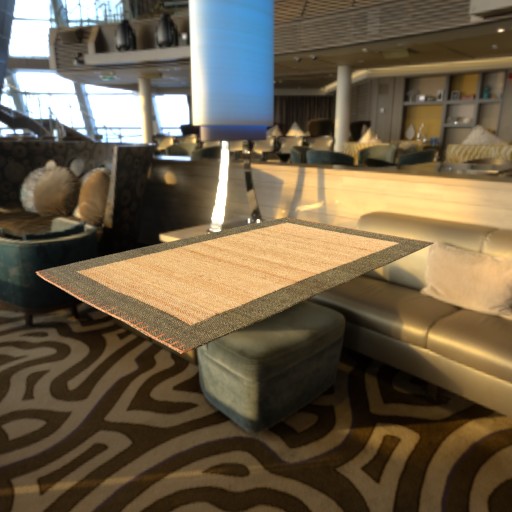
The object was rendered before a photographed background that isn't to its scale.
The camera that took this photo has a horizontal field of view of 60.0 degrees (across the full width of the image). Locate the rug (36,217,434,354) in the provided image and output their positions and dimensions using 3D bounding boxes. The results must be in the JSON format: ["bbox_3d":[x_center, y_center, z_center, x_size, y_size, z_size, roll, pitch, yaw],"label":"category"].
[{"bbox_3d":[0.000,0.000,3.071,1.521,0.006,2.435,15,22,42],"label":"rug"}]
